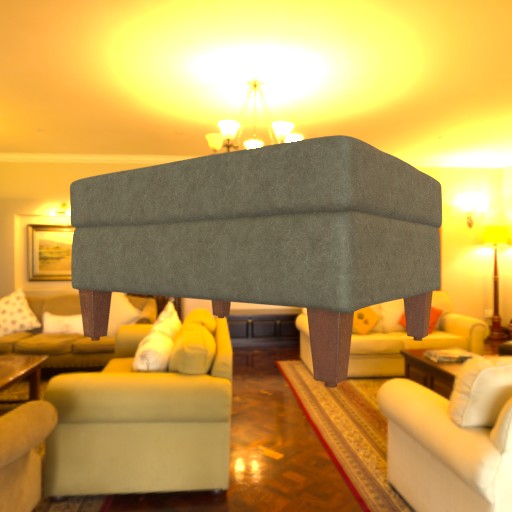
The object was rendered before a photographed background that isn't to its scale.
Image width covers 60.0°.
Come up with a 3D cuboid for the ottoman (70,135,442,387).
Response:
[{"bbox_3d":[0.000,0.000,1.224,0.839,0.464,0.639,0,0,36],"label":"ottoman"}]
